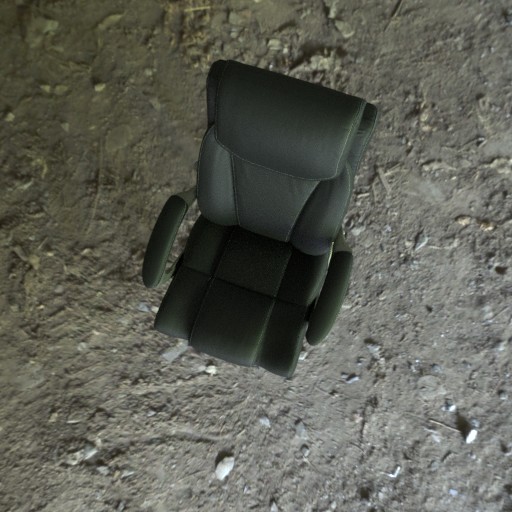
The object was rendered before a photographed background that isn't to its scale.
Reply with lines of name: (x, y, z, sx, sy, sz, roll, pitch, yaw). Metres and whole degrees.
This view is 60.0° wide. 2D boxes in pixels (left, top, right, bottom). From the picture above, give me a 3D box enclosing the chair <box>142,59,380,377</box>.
chair: (0.000, 0.000, 1.649, 0.741, 1.167, 0.784, 19, 75, 5)
